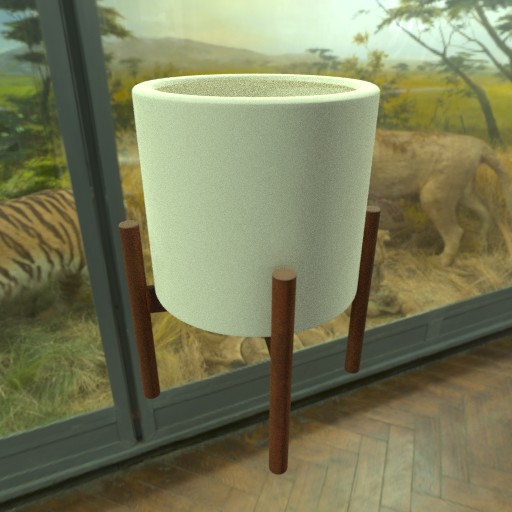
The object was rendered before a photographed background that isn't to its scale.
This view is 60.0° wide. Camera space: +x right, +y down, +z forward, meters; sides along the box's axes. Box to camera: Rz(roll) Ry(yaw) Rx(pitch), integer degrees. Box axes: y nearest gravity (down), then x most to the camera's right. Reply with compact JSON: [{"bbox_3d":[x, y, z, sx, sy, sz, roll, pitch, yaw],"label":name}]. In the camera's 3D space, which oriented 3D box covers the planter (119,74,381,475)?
[{"bbox_3d":[0.000,0.000,0.490,0.224,0.358,0.224,17,31,31],"label":"planter"}]
